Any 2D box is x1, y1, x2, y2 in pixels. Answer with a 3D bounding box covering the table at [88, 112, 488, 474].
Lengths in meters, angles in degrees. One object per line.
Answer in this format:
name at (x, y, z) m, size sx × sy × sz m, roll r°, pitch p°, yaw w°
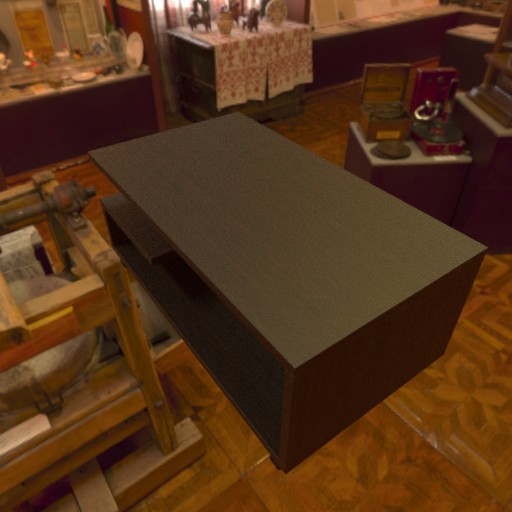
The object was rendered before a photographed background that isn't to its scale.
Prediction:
table at (0.000, 0.000, 1.382) m, size 0.590 × 0.460 × 1.050 m, roll -24°, pitch 45°, yaw -27°
